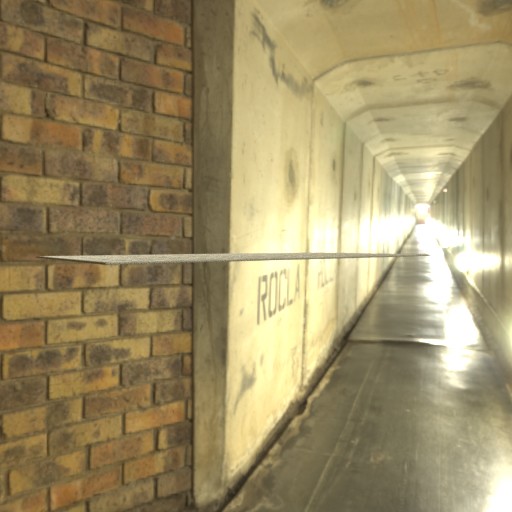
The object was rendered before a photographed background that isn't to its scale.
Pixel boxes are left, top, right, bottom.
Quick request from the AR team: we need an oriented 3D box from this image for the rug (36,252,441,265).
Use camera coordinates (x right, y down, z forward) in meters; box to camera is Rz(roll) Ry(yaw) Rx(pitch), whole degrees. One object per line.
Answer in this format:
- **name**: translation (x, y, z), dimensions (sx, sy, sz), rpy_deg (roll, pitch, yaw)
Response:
- **rug**: translation (0.000, 0.000, 3.702), dimensions (3.048, 0.011, 1.546), rpy_deg (-1, 2, -38)
